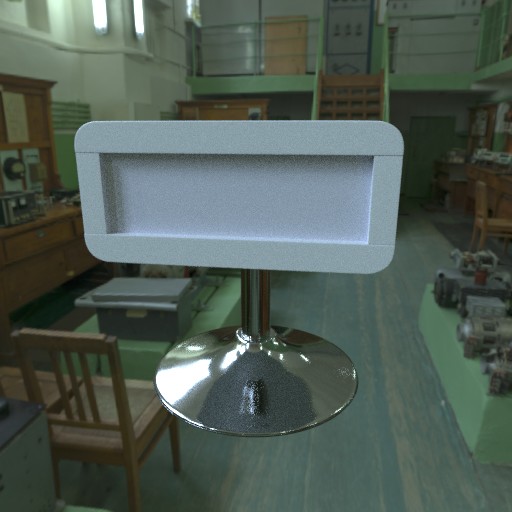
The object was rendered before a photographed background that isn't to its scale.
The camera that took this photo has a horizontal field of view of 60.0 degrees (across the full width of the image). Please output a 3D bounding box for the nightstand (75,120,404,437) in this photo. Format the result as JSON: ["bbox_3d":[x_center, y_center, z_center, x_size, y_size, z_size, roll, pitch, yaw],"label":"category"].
[{"bbox_3d":[0.000,0.000,0.772,0.399,0.447,0.404,2,17,8],"label":"nightstand"}]
